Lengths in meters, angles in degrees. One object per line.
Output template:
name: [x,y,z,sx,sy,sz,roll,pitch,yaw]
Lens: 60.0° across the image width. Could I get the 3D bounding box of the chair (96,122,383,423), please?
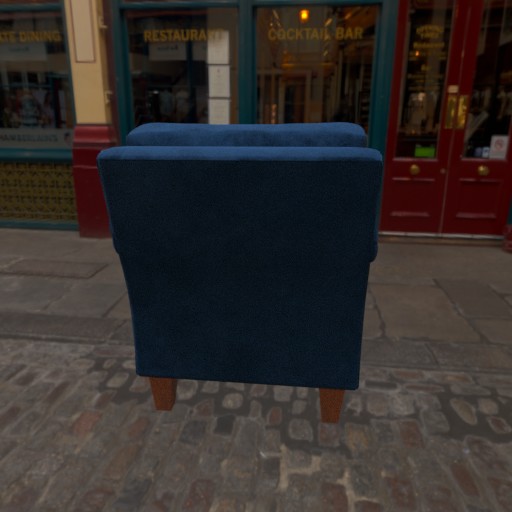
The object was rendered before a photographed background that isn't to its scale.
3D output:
chair: [0.000,0.000,1.882,0.895,1.076,1.078,2,16,7]
